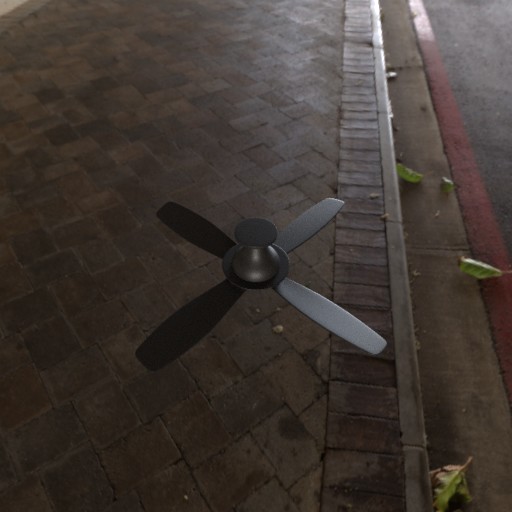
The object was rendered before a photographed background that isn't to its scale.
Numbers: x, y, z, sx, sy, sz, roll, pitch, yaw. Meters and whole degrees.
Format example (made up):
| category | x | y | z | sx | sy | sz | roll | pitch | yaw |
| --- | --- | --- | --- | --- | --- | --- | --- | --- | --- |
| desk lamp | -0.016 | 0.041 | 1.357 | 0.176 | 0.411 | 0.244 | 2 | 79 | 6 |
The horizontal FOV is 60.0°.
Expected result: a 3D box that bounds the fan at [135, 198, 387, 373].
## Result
| category | x | y | z | sx | sy | sz | roll | pitch | yaw |
| --- | --- | --- | --- | --- | --- | --- | --- | --- | --- |
| fan | 0.000 | 0.000 | 2.537 | 1.694 | 0.382 | 1.694 | 32 | 54 | 27 |
